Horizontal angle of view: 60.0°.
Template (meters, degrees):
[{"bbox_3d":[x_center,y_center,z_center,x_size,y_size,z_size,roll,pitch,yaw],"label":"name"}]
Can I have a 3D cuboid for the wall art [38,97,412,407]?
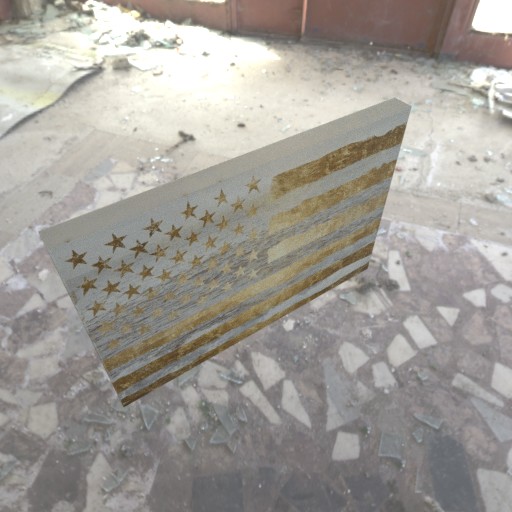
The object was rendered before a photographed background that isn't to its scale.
[{"bbox_3d":[0.000,0.000,0.786,0.606,0.407,0.041,-26,52,-23],"label":"wall art"}]
